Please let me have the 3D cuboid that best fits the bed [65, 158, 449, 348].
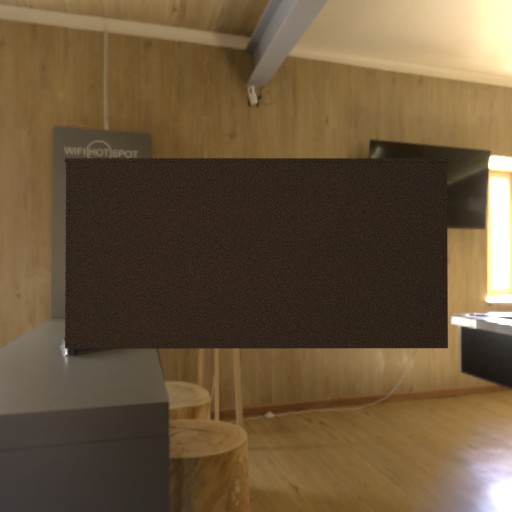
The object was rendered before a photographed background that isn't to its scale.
[{"bbox_3d":[0.000,0.000,2.933,1.634,0.808,2.103,0,-1,0],"label":"bed"}]
